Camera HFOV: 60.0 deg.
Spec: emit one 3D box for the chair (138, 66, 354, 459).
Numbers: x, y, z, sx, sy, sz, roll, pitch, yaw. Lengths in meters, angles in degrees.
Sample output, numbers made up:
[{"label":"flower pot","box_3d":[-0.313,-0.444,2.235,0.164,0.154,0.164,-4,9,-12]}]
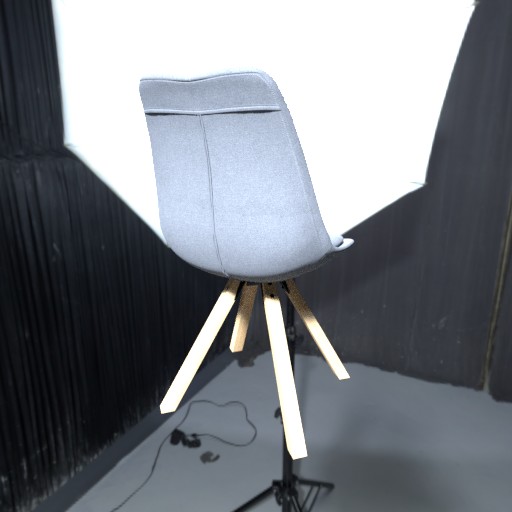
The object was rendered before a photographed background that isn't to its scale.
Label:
[{"label":"chair","box_3d":[0.000,0.000,1.178,0.474,0.863,0.549,8,18,26]}]
